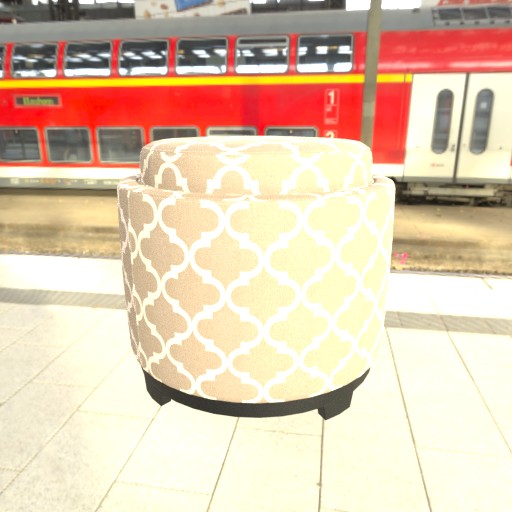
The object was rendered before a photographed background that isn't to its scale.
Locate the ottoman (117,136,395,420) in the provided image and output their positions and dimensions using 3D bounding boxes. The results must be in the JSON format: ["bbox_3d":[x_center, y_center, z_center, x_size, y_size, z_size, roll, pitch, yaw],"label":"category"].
[{"bbox_3d":[0.000,0.000,0.826,0.480,0.429,0.480,0,17,0],"label":"ottoman"}]
